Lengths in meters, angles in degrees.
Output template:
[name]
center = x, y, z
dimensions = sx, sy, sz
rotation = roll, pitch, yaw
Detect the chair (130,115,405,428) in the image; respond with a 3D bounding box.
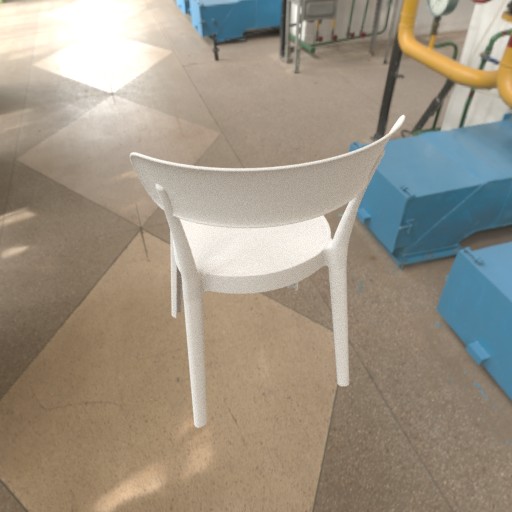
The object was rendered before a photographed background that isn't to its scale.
[chair]
center = 0.000, 0.000, 1.115
dimensions = 0.506, 0.790, 0.491
rotation = -11, 42, -13
